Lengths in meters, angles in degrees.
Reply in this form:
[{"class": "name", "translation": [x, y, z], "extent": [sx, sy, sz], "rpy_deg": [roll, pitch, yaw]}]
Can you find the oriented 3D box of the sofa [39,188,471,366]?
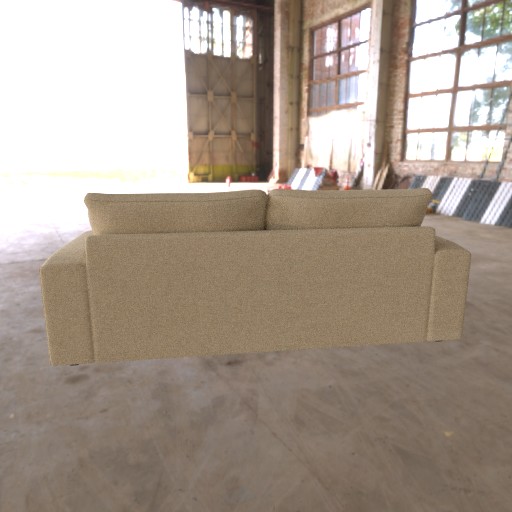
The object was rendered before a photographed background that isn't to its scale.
[{"class": "sofa", "translation": [0.000, 0.000, 2.842], "extent": [2.299, 0.922, 1.040], "rpy_deg": [-2, 14, -8]}]
